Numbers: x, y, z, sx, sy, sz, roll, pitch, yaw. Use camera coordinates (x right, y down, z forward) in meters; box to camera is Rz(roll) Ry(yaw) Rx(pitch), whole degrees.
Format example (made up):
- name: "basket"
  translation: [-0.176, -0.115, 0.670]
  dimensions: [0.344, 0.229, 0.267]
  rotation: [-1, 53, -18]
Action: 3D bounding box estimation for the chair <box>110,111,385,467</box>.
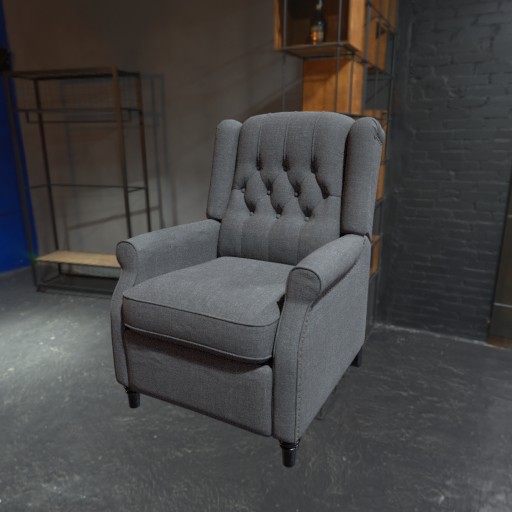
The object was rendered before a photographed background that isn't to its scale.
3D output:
- name: "chair"
  translation: [0.000, 0.000, 1.620]
  dimensions: [0.742, 1.035, 0.898]
  rotation: [8, 17, 27]
